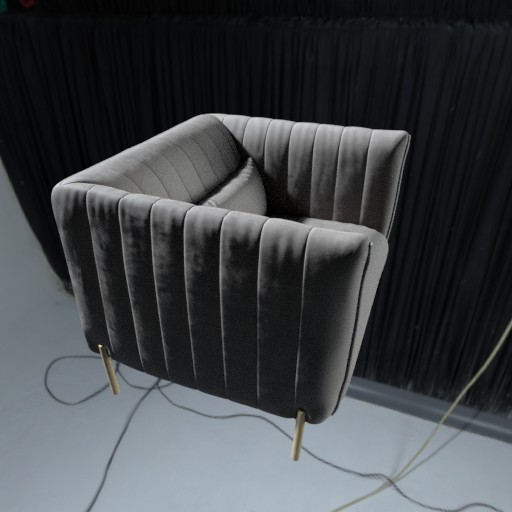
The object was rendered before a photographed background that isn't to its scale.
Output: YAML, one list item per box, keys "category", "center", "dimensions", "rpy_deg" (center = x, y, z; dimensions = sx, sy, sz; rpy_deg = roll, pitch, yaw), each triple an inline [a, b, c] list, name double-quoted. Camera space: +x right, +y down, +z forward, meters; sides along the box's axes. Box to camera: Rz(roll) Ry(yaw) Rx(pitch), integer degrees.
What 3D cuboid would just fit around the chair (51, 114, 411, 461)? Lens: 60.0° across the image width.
- category: "chair"
  center: [0.000, 0.000, 1.601]
  dimensions: [0.873, 0.779, 0.981]
  rpy_deg: [12, 33, 18]
